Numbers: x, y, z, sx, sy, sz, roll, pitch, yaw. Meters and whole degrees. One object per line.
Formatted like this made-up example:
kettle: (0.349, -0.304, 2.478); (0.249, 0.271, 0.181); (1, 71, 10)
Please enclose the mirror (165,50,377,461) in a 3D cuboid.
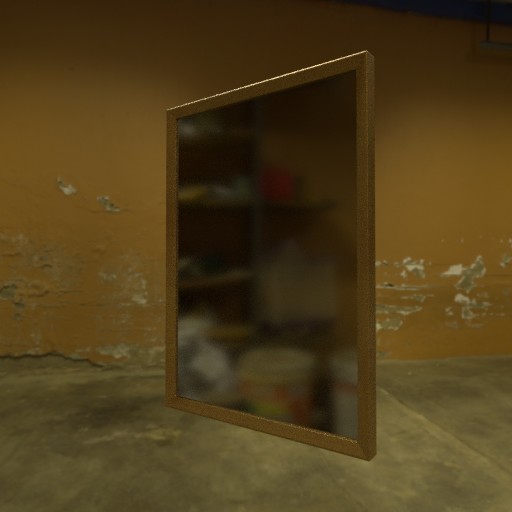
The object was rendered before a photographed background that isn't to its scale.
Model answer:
mirror: (0.000, 0.000, 0.930); (0.507, 0.710, 0.039); (-1, -1, 36)
